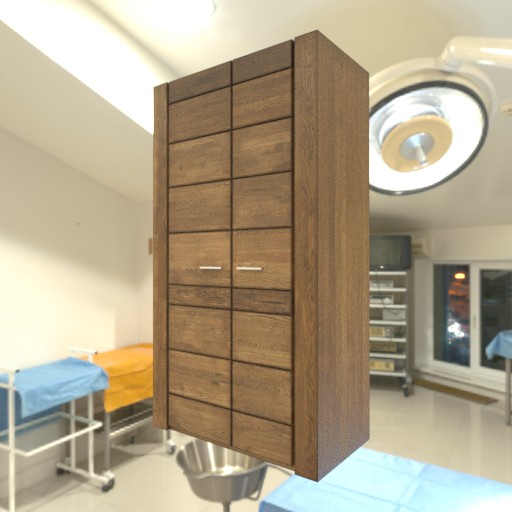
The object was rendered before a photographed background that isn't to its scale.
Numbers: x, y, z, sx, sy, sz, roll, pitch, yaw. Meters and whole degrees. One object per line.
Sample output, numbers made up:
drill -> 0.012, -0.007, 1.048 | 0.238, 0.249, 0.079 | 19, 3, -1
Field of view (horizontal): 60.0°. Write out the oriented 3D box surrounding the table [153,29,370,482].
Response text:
table -> 0.000, 0.000, 2.509 | 1.100, 2.000, 0.600 | 0, 0, 37
